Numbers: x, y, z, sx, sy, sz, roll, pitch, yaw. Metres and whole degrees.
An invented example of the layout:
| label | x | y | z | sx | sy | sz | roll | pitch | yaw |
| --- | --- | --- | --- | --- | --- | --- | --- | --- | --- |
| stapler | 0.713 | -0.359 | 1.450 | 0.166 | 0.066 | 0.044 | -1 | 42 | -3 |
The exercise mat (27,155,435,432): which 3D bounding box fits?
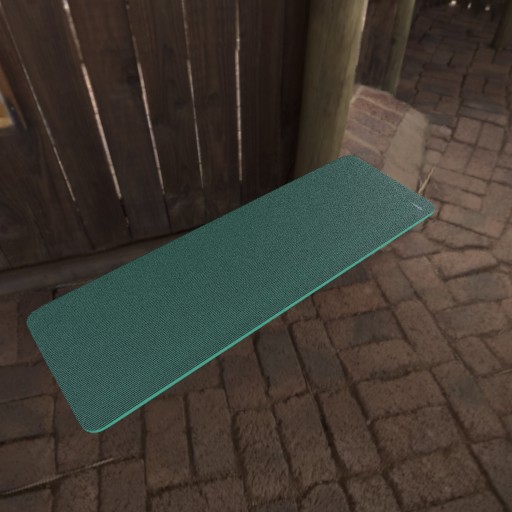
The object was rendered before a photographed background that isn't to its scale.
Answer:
| label | x | y | z | sx | sy | sz | roll | pitch | yaw |
| --- | --- | --- | --- | --- | --- | --- | --- | --- | --- |
| exercise mat | 0.000 | 0.000 | 1.989 | 1.869 | 0.021 | 0.616 | -30 | 53 | -25 |
